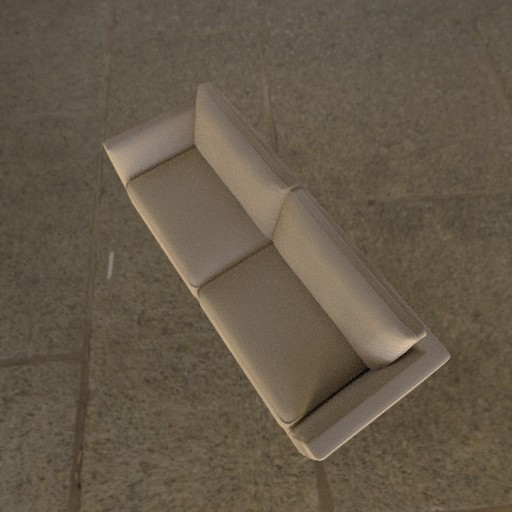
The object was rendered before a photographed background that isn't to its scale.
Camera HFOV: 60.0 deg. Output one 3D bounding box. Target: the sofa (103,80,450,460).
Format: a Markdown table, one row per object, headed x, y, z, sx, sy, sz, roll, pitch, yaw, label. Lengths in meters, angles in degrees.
| x | y | z | sx | sy | sz | roll | pitch | yaw | label |
| --- | --- | --- | --- | --- | --- | --- | --- | --- | --- |
| 0.000 | 0.000 | 2.699 | 0.868 | 1.005 | 2.214 | -32 | 68 | -14 | sofa |
